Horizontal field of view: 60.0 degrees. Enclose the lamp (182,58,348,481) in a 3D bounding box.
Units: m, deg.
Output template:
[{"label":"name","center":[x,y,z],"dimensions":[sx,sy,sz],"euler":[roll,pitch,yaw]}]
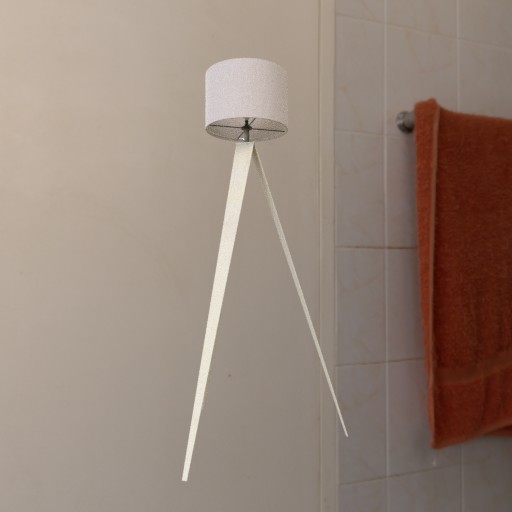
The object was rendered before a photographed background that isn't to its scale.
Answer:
[{"label":"lamp","center":[0.000,0.000,1.939],"dimensions":[0.716,1.524,0.724],"euler":[0,-1,-16]}]
